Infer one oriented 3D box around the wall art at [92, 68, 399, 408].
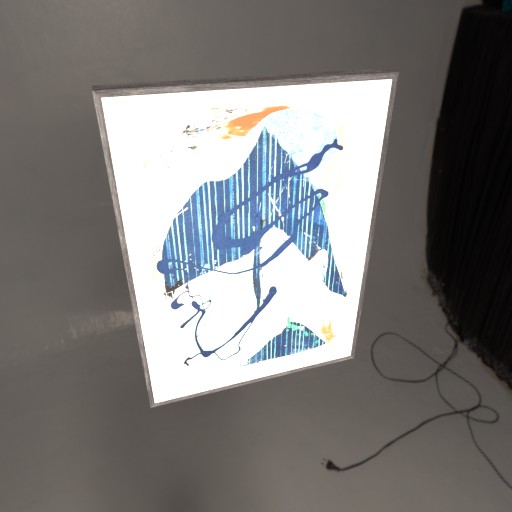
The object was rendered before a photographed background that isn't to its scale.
[{"bbox_3d":[0.000,0.000,1.346,0.762,1.016,0.063,-10,33,-15],"label":"wall art"}]
